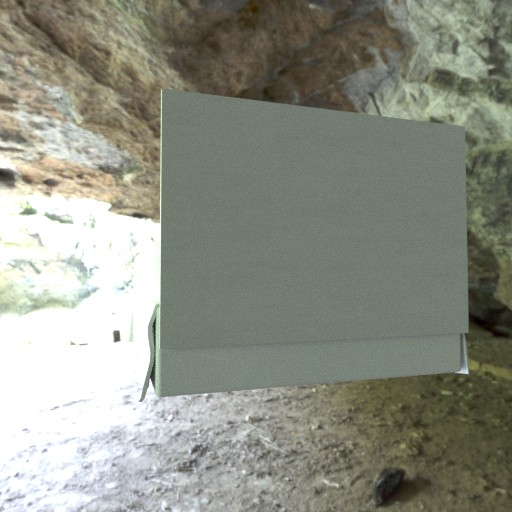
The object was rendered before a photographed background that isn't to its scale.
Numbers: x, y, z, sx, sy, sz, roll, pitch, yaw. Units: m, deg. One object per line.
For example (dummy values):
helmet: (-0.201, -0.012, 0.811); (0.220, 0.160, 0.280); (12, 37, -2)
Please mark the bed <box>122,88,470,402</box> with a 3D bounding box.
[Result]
bed: (0.000, 0.000, 3.089); (1.745, 1.335, 2.094); (1, -2, -18)
